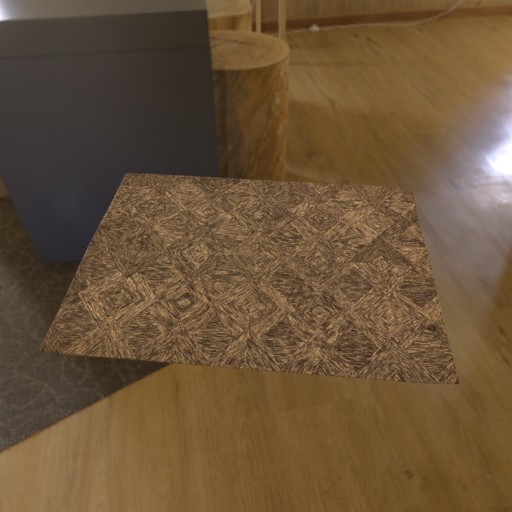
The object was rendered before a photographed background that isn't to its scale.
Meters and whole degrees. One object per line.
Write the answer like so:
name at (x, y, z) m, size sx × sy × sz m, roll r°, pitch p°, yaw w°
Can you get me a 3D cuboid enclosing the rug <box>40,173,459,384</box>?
rug at (0.000, 0.000, 5.284) m, size 4.093 × 0.020 × 2.997 m, roll 4°, pitch 46°, yaw 4°
